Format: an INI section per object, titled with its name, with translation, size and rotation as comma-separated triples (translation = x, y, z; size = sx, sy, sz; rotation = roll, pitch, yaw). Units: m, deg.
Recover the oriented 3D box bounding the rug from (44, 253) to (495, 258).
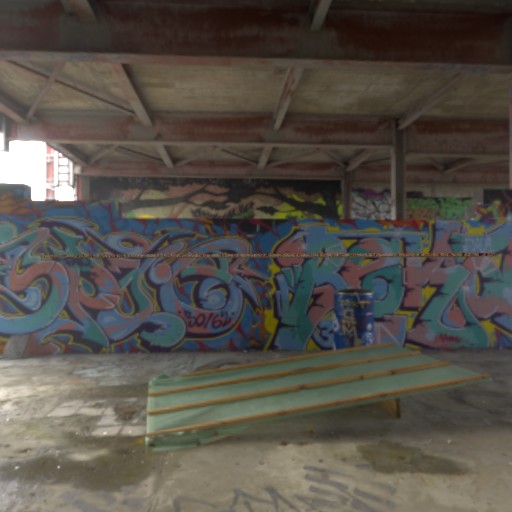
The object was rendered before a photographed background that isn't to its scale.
[rug]
translation = 0.000, 0.000, 2.453
size = 2.237, 0.014, 0.680
rotation = 0, -1, 16
